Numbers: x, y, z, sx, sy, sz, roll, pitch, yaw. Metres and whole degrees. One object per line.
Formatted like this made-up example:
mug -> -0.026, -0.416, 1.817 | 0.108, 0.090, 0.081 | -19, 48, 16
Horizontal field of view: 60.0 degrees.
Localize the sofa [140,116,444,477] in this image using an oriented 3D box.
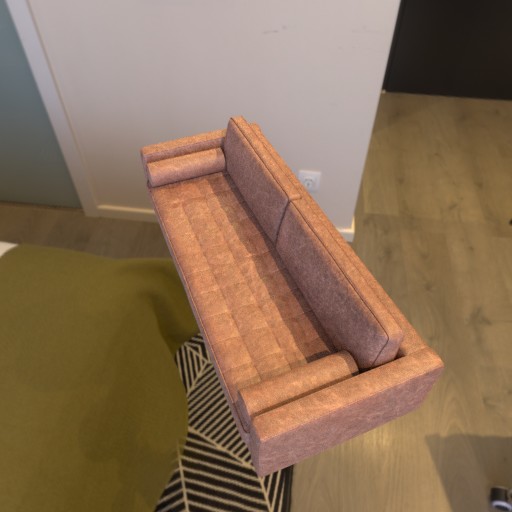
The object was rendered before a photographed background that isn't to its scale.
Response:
sofa -> 0.000, 0.000, 2.649 | 0.914, 0.762, 2.210 | -17, 49, -15
